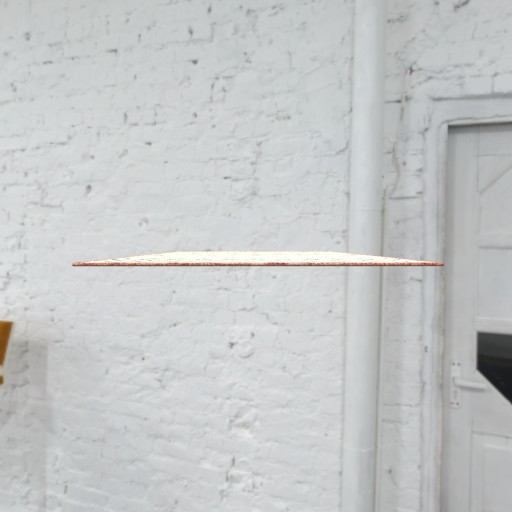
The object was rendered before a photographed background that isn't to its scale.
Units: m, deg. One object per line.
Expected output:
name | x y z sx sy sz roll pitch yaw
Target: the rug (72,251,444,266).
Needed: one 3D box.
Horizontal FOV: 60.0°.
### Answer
rug | 0.000 0.000 3.025 1.524 0.015 2.438 0 2 -1
